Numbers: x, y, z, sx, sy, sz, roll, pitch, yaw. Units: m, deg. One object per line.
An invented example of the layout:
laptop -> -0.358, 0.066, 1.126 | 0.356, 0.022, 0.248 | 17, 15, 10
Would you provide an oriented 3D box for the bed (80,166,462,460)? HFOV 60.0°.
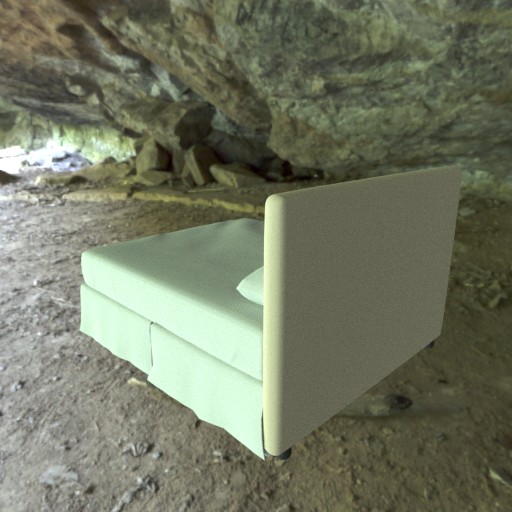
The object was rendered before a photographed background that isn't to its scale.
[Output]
bed -> 0.000, 0.000, 3.245 | 1.884, 1.330, 2.142 | -16, 23, -42
